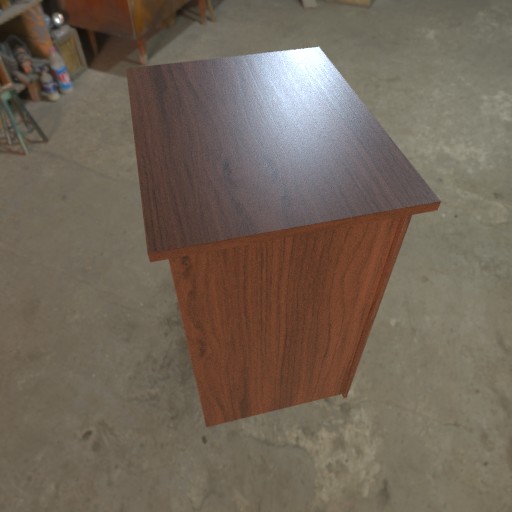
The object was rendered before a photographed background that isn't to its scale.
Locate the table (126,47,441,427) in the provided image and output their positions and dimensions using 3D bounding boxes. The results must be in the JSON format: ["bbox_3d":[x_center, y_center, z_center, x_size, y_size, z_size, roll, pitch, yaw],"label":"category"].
[{"bbox_3d":[0.000,0.000,0.941,0.381,0.636,0.480,-11,49,-9],"label":"table"}]
